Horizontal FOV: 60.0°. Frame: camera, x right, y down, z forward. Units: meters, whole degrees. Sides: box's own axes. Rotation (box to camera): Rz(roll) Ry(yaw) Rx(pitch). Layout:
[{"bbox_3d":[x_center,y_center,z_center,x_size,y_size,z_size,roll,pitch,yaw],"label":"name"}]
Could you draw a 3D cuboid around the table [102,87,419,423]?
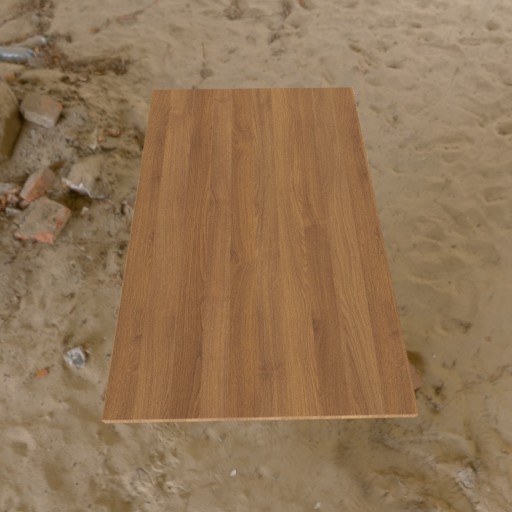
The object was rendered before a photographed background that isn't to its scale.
[{"bbox_3d":[0.000,0.000,1.450,0.700,0.442,1.100,-1,59,-1],"label":"table"}]
